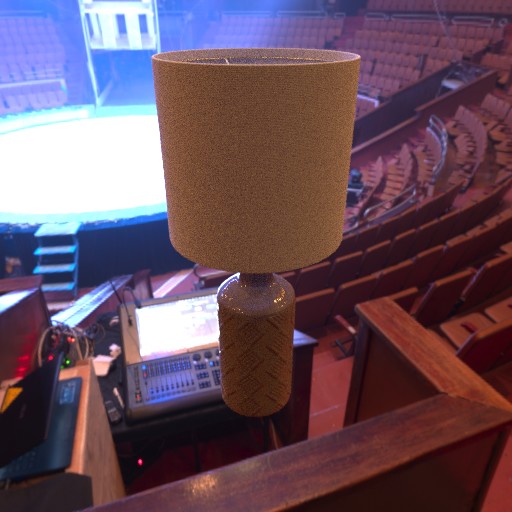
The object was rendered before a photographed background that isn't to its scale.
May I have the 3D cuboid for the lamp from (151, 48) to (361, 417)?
[{"bbox_3d":[0.000,0.000,0.556,0.207,0.461,0.207,-11,30,-19],"label":"lamp"}]
